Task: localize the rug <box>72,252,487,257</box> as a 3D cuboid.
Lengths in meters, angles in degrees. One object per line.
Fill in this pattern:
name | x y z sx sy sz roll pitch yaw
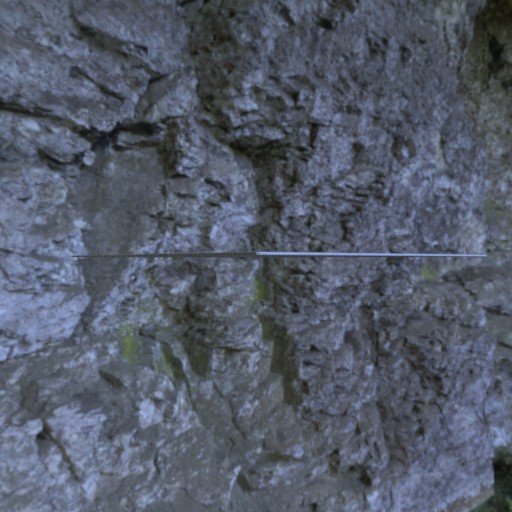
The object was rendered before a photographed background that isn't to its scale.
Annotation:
rug | 0.000 0.000 4.157 2.447 0.017 3.123 0 0 -38
